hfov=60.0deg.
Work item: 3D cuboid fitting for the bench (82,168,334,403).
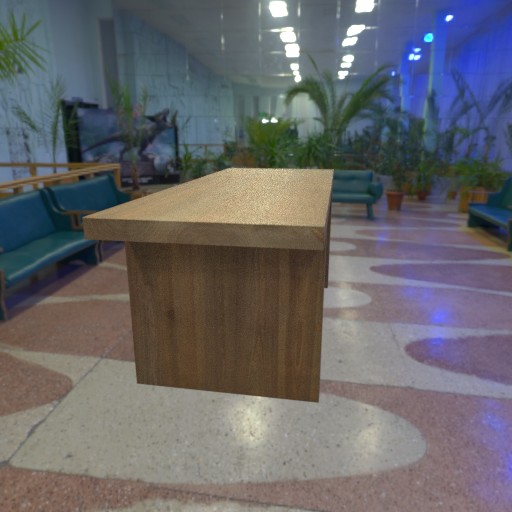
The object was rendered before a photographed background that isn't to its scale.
[{"bbox_3d":[0.000,0.000,1.428,0.458,0.458,1.183,3,16,10],"label":"bench"}]
